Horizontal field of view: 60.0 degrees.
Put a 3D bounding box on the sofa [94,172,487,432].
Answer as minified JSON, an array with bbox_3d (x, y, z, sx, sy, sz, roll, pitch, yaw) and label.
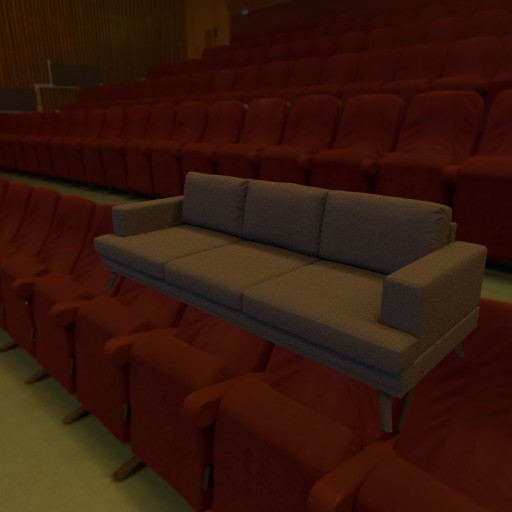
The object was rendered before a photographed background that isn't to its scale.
[{"bbox_3d":[0.000,0.000,2.664,2.310,0.810,0.920,16,23,41],"label":"sofa"}]
